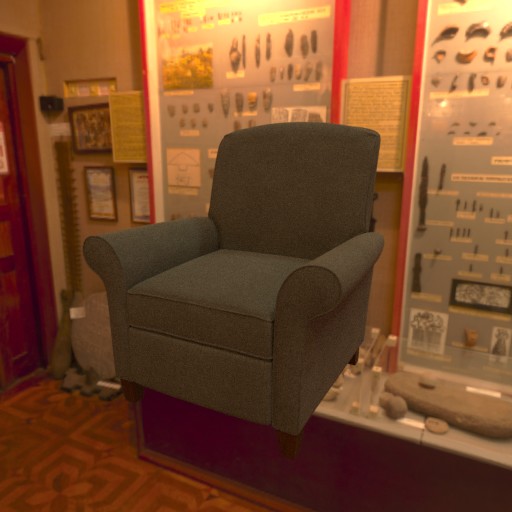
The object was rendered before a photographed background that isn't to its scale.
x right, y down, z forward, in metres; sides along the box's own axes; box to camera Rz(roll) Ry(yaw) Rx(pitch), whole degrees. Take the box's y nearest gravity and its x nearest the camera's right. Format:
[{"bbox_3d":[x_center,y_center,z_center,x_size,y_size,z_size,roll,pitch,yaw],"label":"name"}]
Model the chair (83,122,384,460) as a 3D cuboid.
[{"bbox_3d":[0.000,0.000,1.780,0.978,1.061,0.905,8,16,27],"label":"chair"}]
